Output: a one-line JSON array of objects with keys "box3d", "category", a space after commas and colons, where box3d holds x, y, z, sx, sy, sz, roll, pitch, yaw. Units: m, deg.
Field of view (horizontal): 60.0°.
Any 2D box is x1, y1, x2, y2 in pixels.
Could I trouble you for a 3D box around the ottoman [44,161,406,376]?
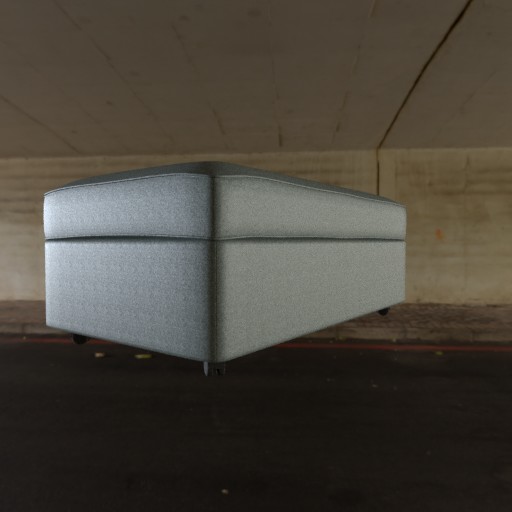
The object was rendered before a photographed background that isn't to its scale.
[{"box3d": [0.000, 0.000, 1.536, 0.681, 0.494, 1.173, 1, 2, 37], "category": "ottoman"}]
